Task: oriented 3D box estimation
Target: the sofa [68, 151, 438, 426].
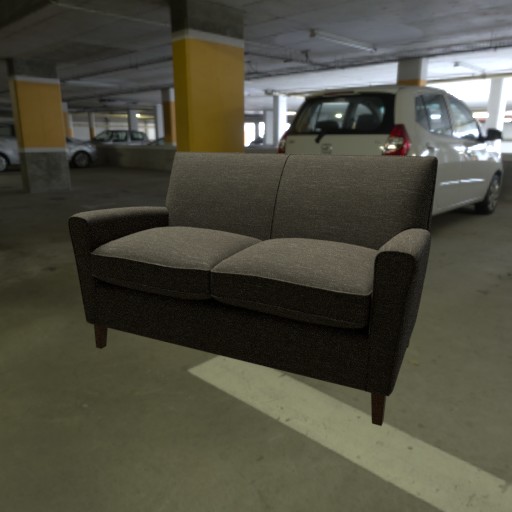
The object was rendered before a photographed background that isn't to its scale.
[{"bbox_3d":[0.000,0.000,2.069,1.509,0.905,0.867,7,17,25],"label":"sofa"}]
